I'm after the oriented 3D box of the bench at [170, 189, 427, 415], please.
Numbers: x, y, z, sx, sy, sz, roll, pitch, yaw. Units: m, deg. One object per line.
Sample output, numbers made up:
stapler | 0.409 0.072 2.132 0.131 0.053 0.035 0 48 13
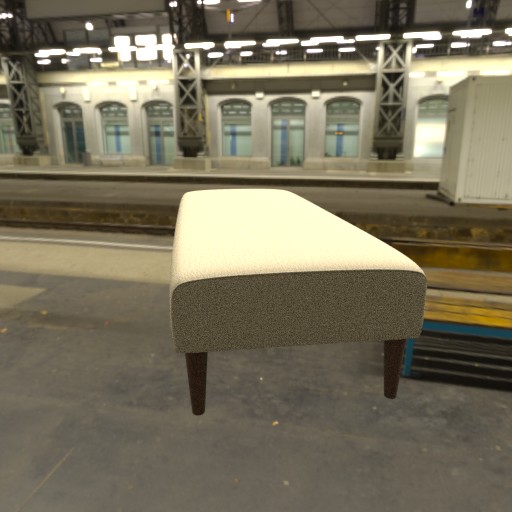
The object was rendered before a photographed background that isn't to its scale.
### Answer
bench | 0.000 0.000 1.824 0.646 0.393 1.609 -2 15 -8
